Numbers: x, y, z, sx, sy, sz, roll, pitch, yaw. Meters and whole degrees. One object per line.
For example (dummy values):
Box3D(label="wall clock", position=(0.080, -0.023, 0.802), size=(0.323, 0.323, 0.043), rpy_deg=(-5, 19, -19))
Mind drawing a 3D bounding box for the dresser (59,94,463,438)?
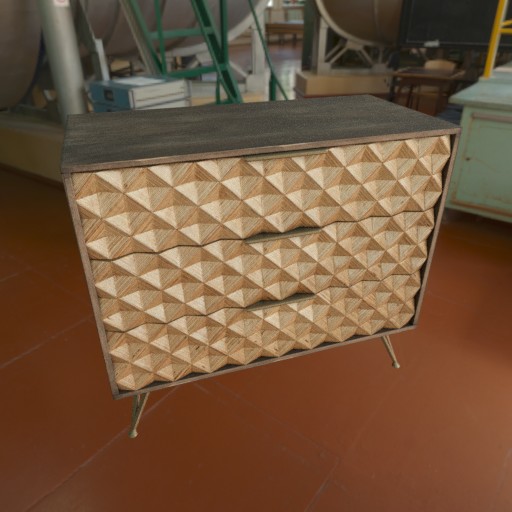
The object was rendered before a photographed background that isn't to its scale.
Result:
Box3D(label="dresser", position=(0.000, 0.000, 1.338), size=(0.923, 0.801, 0.453), rpy_deg=(-9, 32, -16))
